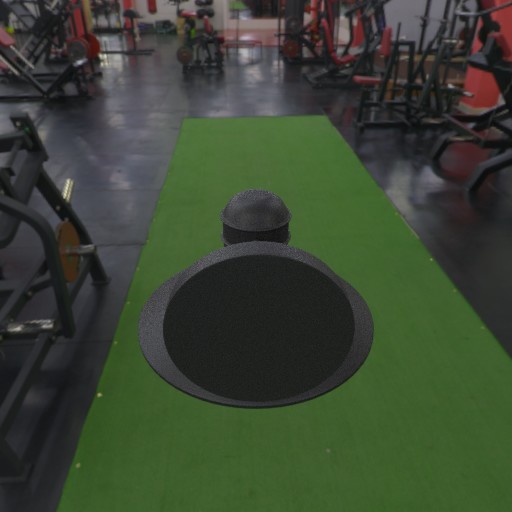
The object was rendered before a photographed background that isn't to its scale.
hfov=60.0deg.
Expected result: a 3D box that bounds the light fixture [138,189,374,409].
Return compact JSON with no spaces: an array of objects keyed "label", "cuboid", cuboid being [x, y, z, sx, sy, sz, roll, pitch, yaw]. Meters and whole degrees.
[{"label":"light fixture","cuboid":[0.000,0.000,0.681,0.396,0.265,0.434,0,31,-1]}]
